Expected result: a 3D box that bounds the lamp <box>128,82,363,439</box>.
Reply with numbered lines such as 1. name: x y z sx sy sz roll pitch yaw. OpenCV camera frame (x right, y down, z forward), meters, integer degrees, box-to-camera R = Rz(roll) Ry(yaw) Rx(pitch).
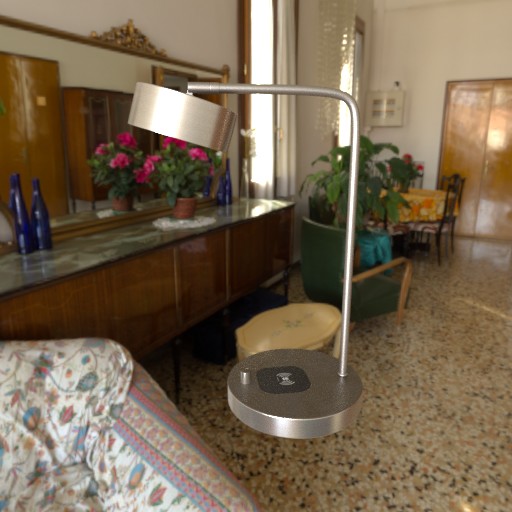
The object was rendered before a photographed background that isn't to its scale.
1. lamp: 0.000 0.000 0.641 0.334 0.469 0.211 -2 15 -8
